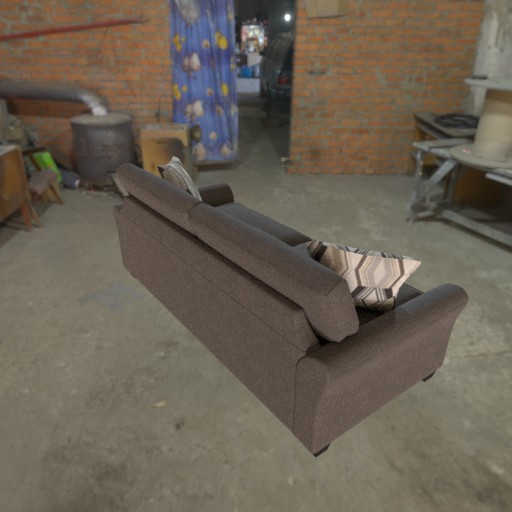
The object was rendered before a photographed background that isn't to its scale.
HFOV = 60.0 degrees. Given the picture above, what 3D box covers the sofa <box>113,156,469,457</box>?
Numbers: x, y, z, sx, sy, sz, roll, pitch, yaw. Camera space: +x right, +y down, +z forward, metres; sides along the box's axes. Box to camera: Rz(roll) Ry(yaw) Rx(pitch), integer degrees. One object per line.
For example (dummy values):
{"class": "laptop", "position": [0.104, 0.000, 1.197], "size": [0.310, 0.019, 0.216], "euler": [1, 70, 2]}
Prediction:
{"class": "sofa", "position": [0.000, 0.000, 2.496], "size": [0.889, 0.813, 2.032], "euler": [-18, 32, -32]}
